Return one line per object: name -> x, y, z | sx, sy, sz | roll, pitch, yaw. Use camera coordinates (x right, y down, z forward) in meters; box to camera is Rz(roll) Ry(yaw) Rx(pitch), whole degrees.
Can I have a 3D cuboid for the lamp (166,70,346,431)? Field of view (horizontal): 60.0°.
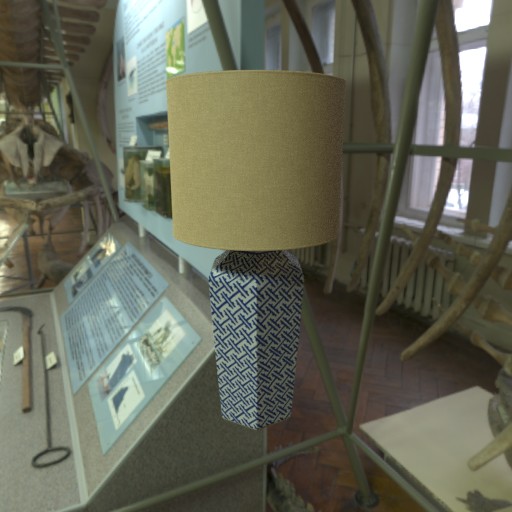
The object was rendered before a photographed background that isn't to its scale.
lamp -> 0.000, 0.000, 0.880 | 0.320, 0.682, 0.320 | -7, 16, -25
